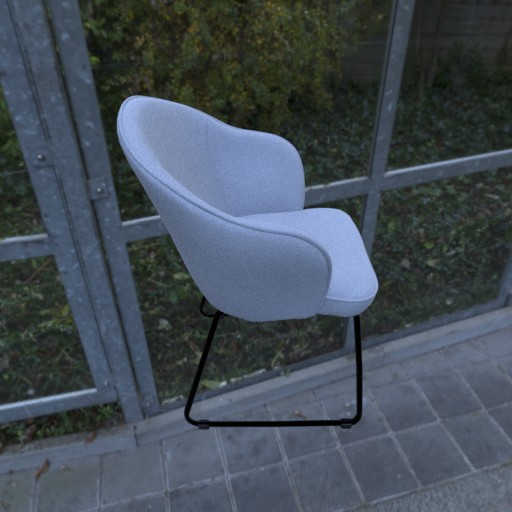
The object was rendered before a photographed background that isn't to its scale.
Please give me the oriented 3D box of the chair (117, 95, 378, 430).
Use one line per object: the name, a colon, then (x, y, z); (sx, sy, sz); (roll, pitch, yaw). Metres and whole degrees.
chair: (0.000, 0.000, 1.199); (0.592, 0.817, 0.570); (-1, 34, -2)
